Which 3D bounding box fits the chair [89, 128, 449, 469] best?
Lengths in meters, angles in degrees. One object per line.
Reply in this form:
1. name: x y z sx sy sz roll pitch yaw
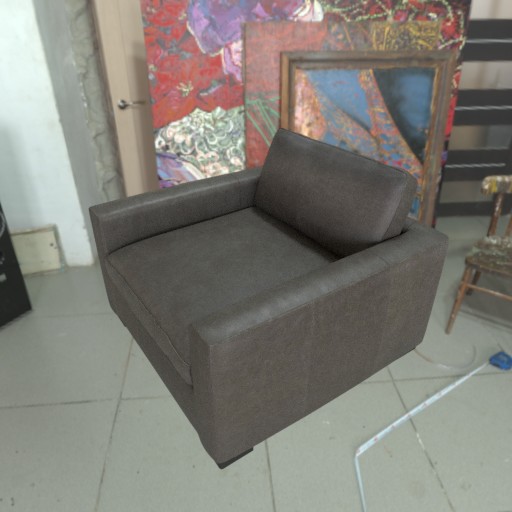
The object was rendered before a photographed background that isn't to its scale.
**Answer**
1. chair: 0.000 0.000 1.865 1.080 0.807 1.106 -20 36 -29
